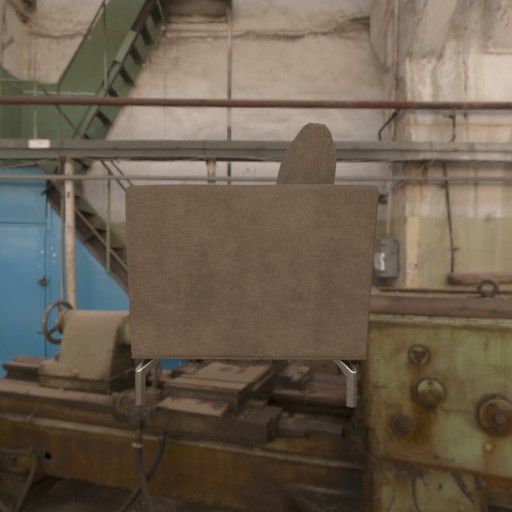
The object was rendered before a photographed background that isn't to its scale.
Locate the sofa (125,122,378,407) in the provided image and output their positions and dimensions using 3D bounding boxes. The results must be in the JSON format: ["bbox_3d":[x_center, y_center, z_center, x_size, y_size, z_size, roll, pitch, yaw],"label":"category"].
[{"bbox_3d":[0.000,0.000,2.368,0.855,1.013,1.832,0,1,1],"label":"sofa"}]
